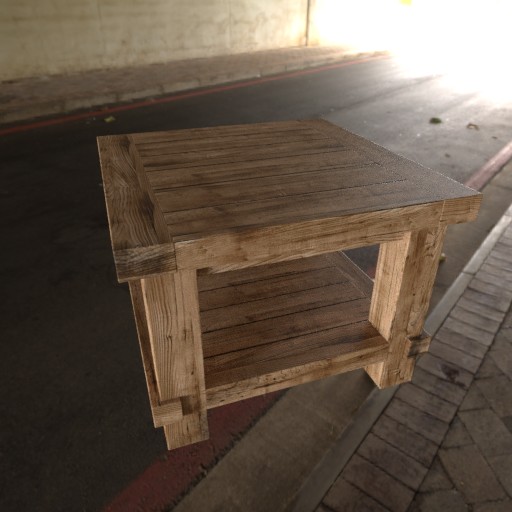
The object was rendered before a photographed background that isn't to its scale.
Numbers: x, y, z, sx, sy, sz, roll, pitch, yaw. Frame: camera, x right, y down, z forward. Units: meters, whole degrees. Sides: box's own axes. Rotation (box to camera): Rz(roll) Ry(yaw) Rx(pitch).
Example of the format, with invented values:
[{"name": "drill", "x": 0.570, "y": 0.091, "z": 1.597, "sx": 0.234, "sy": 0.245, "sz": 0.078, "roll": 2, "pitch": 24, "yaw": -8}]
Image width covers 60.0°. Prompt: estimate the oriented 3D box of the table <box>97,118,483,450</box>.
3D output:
[{"name": "table", "x": 0.000, "y": 0.000, "z": 1.031, "sx": 0.610, "sy": 0.457, "sz": 0.610, "roll": -10, "pitch": 31, "yaw": -17}]
